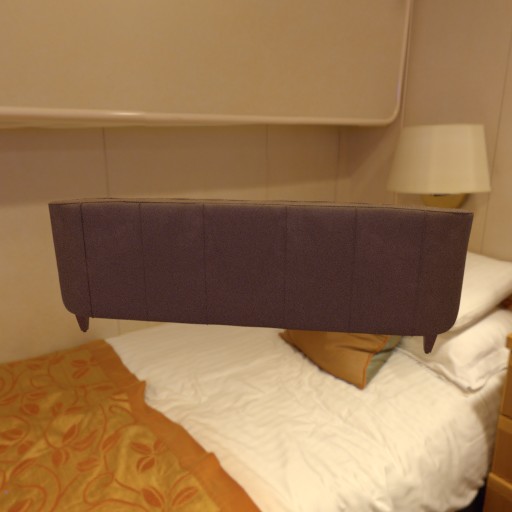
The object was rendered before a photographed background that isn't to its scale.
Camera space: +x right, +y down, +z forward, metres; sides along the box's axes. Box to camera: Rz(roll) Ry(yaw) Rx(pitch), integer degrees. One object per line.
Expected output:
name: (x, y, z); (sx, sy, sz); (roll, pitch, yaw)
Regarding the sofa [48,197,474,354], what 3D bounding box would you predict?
sofa: (0.000, 0.000, 2.648); (2.227, 0.787, 0.927); (2, 16, 7)
